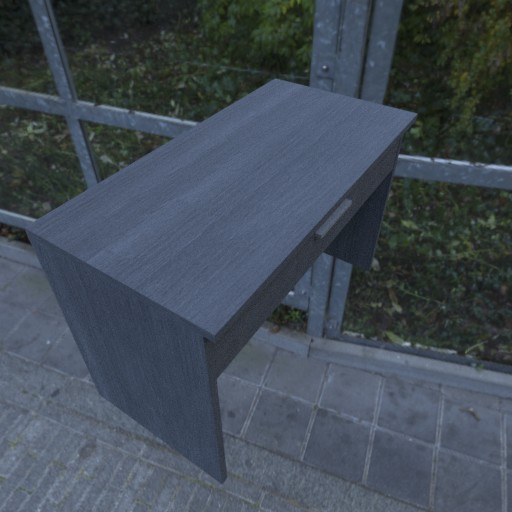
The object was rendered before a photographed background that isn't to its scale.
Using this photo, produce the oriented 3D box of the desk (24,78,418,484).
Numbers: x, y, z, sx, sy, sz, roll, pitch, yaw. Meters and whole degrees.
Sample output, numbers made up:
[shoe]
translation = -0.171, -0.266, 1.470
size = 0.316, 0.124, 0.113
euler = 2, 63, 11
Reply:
[desk]
translation = 0.000, 0.000, 1.494
size = 0.557, 0.729, 1.099
euler = 24, 48, 24
